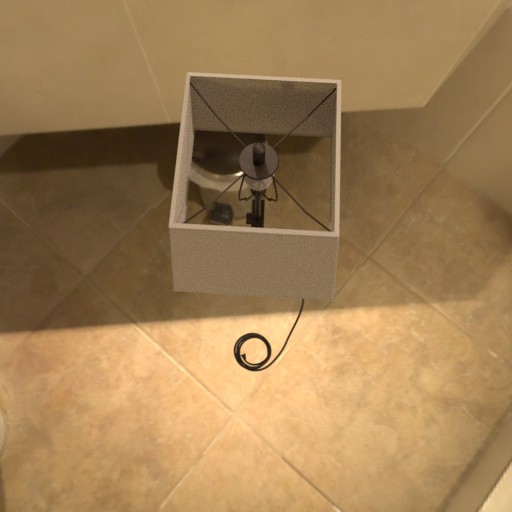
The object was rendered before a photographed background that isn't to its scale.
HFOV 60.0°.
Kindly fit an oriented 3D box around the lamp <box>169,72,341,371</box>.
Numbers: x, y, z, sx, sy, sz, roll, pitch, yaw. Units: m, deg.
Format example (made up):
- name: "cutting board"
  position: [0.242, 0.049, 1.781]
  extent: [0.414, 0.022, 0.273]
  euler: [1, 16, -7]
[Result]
- name: "lamp"
  position: [0.000, 0.000, 0.992]
  extent: [0.310, 0.737, 0.498]
  euler: [4, 75, 1]
